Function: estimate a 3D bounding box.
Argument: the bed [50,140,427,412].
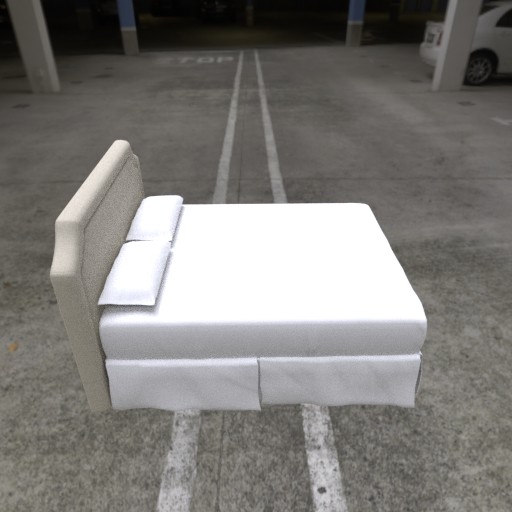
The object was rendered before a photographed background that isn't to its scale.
[{"bbox_3d":[0.000,0.000,3.163,2.116,1.290,1.693,-1,33,-1],"label":"bed"}]
